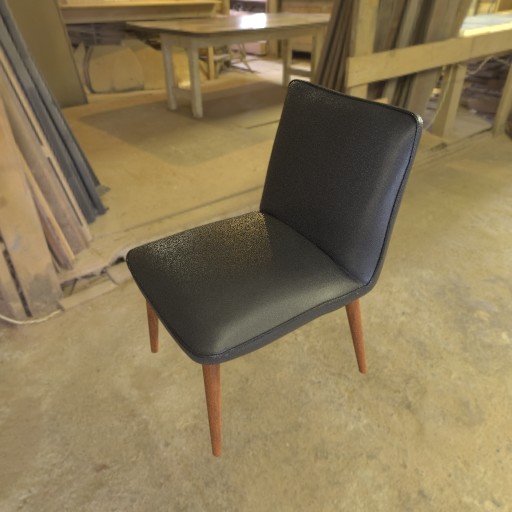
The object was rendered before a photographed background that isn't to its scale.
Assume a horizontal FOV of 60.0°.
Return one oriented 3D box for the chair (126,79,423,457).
[{"bbox_3d":[0.000,0.000,1.220,0.645,0.801,0.543,-22,39,-30],"label":"chair"}]
